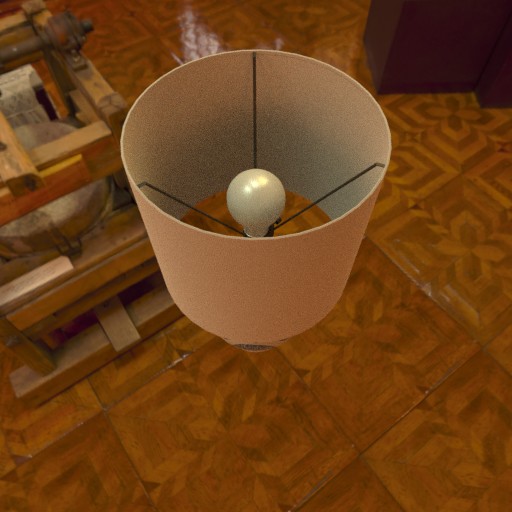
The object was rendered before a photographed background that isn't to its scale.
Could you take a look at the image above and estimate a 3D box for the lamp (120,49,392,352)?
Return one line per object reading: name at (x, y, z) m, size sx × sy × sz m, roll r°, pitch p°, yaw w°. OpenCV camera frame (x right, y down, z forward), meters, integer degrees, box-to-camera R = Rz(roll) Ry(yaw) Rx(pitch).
lamp at (0.000, 0.000, 0.516) m, size 0.215 × 0.381 × 0.215 m, roll -30°, pitch 62°, yaw -17°
